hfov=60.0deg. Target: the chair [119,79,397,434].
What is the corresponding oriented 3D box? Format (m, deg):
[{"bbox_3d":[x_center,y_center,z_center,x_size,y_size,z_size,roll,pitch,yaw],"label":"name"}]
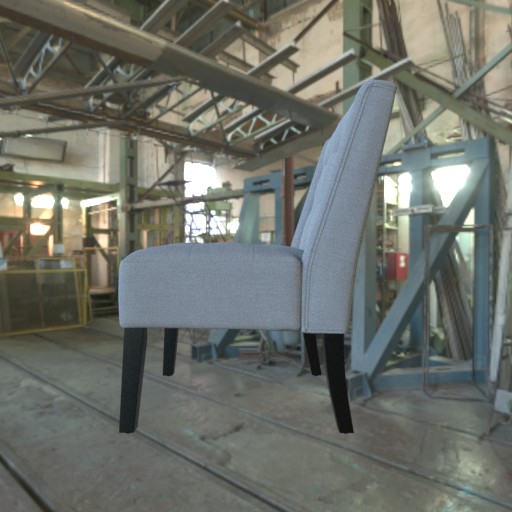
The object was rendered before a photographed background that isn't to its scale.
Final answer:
[{"bbox_3d":[0.000,0.000,1.324,0.676,0.853,0.569,0,0,0],"label":"chair"}]
